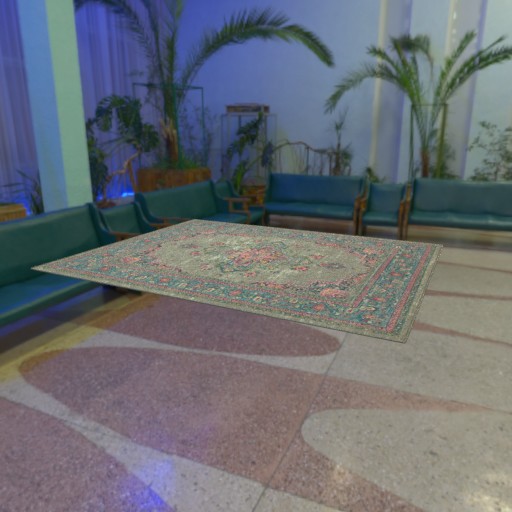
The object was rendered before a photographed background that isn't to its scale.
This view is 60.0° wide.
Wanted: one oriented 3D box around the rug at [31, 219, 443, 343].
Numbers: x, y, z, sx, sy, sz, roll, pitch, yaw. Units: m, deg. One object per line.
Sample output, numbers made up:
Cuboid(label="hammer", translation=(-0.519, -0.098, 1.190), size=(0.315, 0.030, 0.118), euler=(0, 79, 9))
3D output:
Cuboid(label="rug", translation=(0.000, 0.000, 4.133), size=(3.057, 0.013, 2.434), euler=(8, 17, 26))
